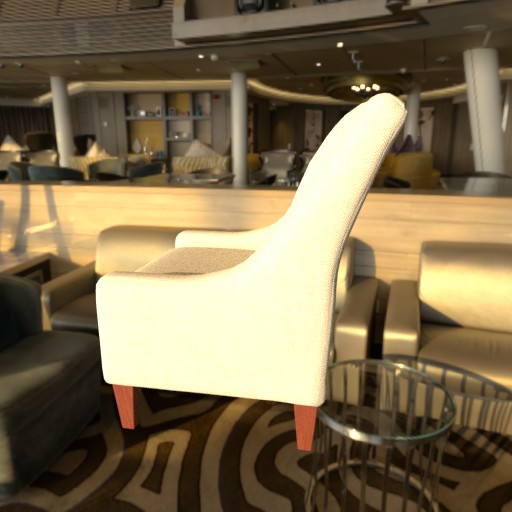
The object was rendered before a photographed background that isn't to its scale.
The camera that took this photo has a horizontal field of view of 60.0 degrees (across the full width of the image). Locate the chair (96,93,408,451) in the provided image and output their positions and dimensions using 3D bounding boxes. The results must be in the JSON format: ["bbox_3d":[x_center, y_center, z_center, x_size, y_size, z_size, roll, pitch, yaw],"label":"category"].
[{"bbox_3d":[0.000,0.000,1.582,0.870,1.014,0.774,3,15,10],"label":"chair"}]
